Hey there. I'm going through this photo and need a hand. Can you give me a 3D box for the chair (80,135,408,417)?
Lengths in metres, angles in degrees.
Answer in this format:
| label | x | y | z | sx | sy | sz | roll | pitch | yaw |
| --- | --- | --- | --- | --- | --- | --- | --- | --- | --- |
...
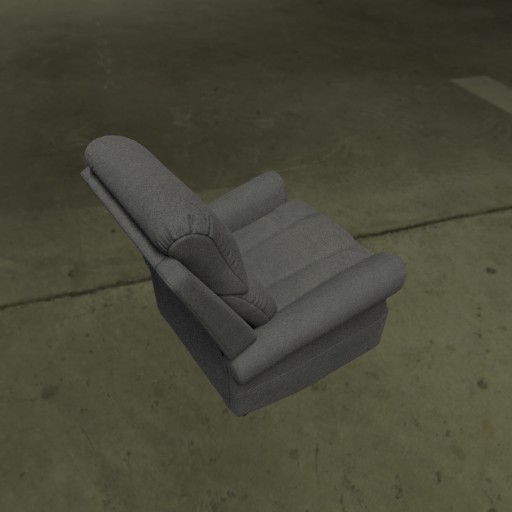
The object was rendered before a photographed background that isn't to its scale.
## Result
| label | x | y | z | sx | sy | sz | roll | pitch | yaw |
| --- | --- | --- | --- | --- | --- | --- | --- | --- | --- |
| chair | 0.000 | 0.000 | 1.734 | 0.979 | 1.031 | 0.871 | -25 | 46 | -26 |
